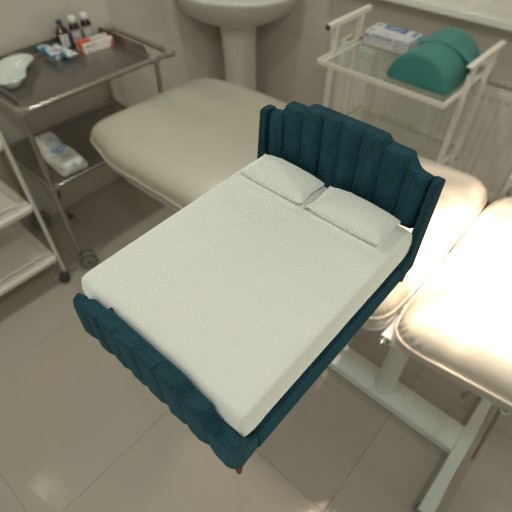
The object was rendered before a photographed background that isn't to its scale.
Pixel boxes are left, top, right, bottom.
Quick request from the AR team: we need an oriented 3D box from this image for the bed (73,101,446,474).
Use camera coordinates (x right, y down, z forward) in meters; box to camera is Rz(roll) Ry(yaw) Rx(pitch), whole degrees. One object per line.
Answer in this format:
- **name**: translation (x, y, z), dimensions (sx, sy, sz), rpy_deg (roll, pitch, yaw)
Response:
- **bed**: translation (0.000, 0.000, 3.351), dimensions (1.676, 1.351, 2.322), rpy_deg (33, 55, 27)
